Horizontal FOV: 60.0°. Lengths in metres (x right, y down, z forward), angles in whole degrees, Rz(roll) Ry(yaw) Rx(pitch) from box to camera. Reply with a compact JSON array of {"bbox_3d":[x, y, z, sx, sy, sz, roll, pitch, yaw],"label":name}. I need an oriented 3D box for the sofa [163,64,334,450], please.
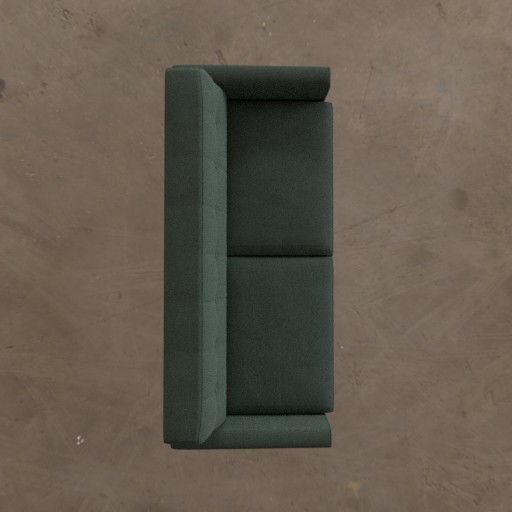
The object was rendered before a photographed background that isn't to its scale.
[{"bbox_3d":[0.000,0.000,2.491,0.909,0.841,2.029,0,89,-1],"label":"sofa"}]
